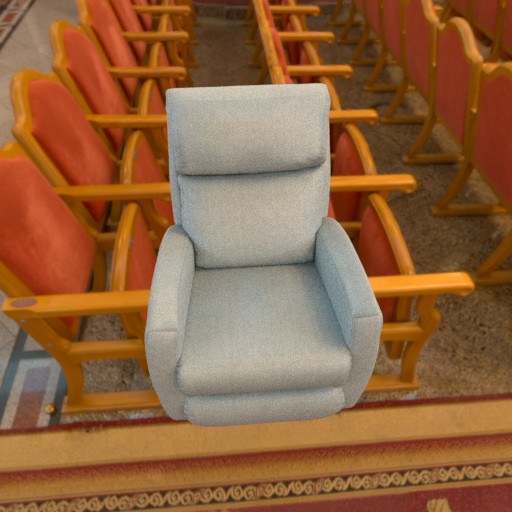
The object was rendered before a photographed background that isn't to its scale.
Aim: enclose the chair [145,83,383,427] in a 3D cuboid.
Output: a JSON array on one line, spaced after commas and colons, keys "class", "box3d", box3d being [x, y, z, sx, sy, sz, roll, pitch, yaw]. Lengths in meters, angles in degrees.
[{"class": "chair", "box3d": [0.000, 0.000, 1.702, 0.794, 1.016, 0.940, -3, 46, -3]}]
